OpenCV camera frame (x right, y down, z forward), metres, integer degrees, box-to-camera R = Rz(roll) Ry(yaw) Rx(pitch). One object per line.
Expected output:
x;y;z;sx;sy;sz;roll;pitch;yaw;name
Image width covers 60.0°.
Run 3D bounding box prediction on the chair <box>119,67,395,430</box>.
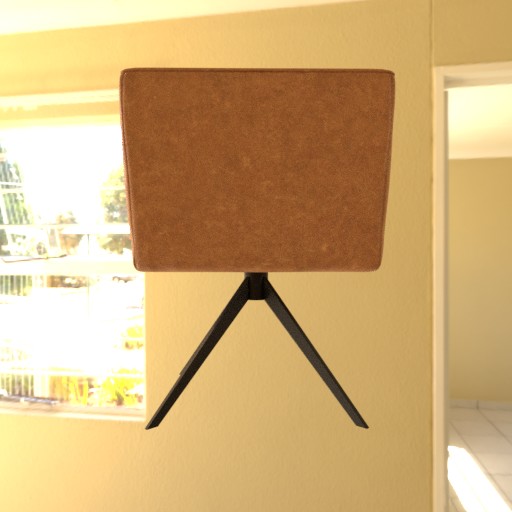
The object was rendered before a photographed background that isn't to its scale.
0.000;0.000;1.210;0.588;0.760;0.625;0;-1;-1;chair
